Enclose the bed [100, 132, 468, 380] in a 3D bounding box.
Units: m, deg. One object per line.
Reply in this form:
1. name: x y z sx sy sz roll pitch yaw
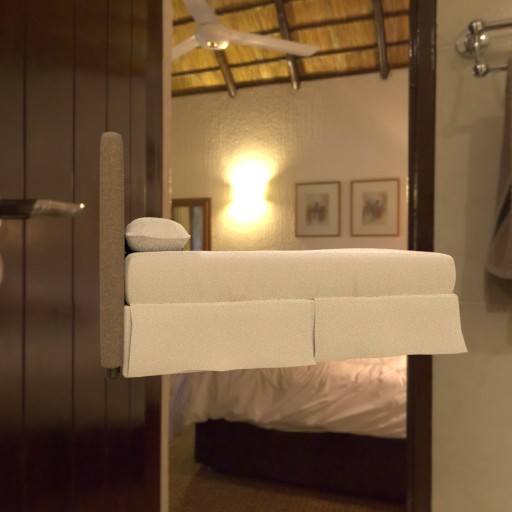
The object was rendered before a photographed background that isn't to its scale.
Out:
1. bed: 0.000 0.000 3.573 2.341 1.317 2.119 0 0 -18
